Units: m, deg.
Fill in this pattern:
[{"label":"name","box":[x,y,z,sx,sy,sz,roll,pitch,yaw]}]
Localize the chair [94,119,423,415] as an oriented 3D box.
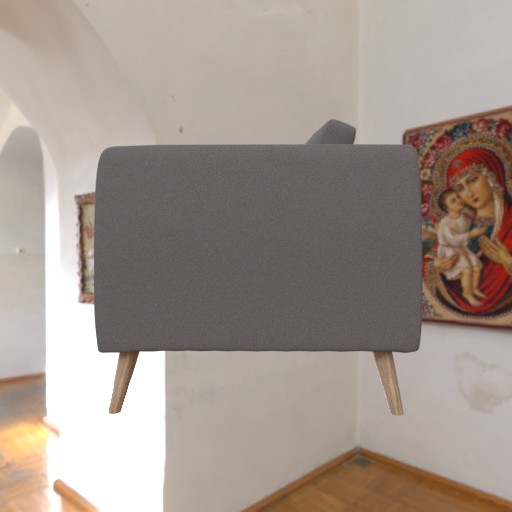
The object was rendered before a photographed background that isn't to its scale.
[{"label":"chair","box":[0.000,0.000,1.697,0.930,0.860,1.000,0,1,1]}]
